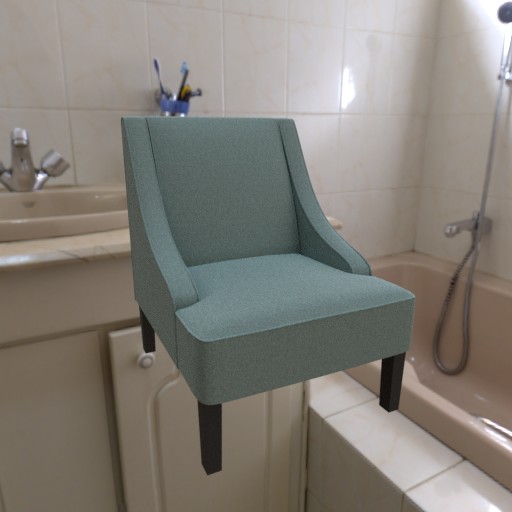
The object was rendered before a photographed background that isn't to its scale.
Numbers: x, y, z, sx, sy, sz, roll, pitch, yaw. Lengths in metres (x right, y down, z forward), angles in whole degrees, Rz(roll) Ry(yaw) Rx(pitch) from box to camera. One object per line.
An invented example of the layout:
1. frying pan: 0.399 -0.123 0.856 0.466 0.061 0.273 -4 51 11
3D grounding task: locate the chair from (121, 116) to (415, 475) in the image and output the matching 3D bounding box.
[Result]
1. chair: 0.000 0.000 1.857 0.857 1.133 1.025 -8 18 -25
